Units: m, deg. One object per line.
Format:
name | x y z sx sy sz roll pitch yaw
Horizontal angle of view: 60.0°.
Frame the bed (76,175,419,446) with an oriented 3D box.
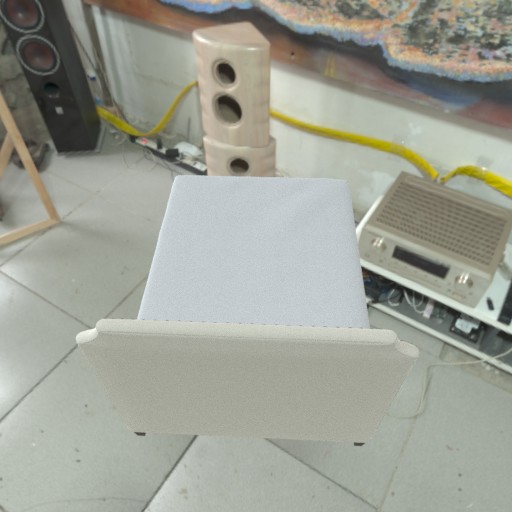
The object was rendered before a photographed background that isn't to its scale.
bed | 0.000 0.000 3.403 1.712 1.497 2.372 2 49 2
